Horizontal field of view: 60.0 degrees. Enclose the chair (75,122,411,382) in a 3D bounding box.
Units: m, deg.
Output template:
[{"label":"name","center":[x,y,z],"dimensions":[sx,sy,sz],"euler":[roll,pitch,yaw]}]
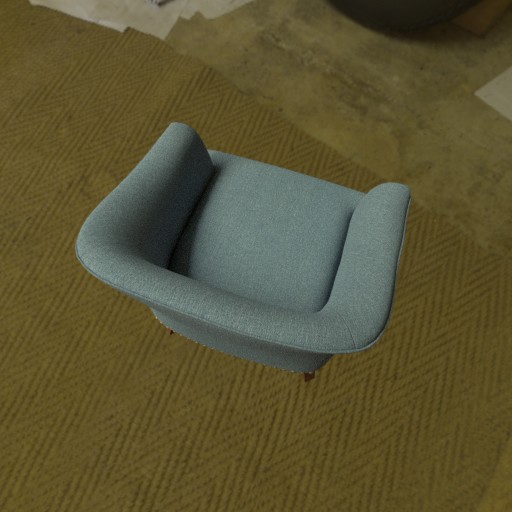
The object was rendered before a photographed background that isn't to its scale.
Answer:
[{"label":"chair","center":[0.000,0.000,1.377],"dimensions":[0.772,0.815,0.704],"euler":[18,65,8]}]
